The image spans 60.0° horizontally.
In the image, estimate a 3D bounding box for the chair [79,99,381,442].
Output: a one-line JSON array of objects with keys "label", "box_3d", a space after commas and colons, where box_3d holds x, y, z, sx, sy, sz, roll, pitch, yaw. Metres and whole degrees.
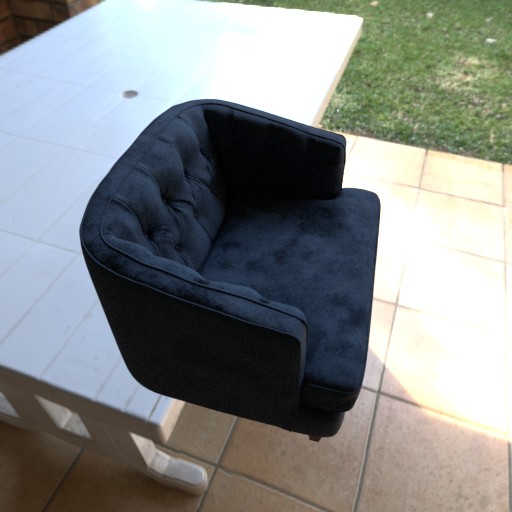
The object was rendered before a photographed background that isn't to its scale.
[{"label": "chair", "box_3d": [0.000, 0.000, 1.765, 0.940, 0.852, 1.094, 11, 46, 10]}]
